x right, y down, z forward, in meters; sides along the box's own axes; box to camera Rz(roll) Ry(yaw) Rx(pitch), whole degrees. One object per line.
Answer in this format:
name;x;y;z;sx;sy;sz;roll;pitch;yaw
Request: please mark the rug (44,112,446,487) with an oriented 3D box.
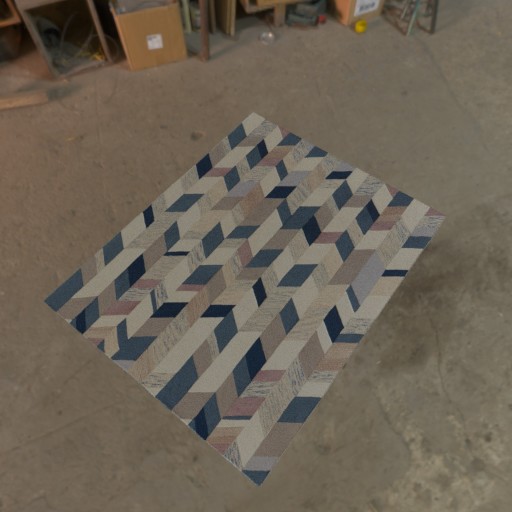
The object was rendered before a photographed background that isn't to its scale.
rug;0.000;0.000;4.196;2.451;0.011;3.072;34;65;18
